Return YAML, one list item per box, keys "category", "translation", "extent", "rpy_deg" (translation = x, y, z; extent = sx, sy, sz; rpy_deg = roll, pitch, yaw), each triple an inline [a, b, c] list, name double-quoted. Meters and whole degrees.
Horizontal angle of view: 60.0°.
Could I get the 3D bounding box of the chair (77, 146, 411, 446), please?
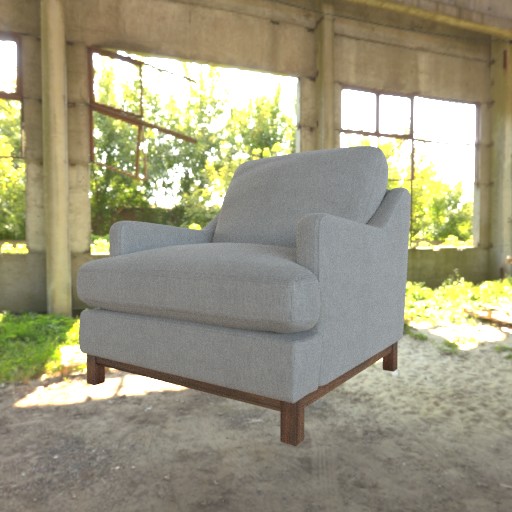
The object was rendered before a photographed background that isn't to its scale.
- category: "chair"
  translation: [0.000, 0.000, 1.532]
  extent: [0.826, 0.821, 0.892]
  rpy_deg: [1, 2, 35]
